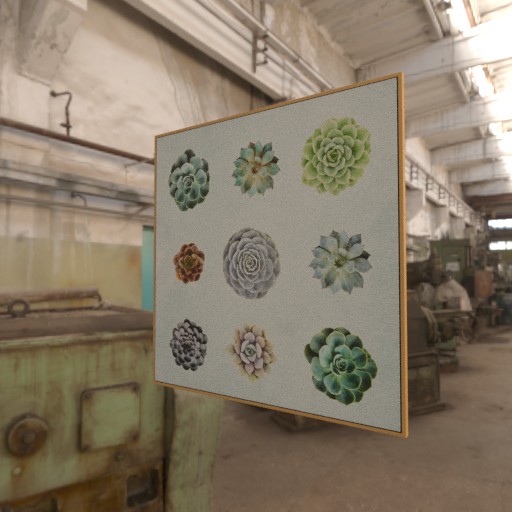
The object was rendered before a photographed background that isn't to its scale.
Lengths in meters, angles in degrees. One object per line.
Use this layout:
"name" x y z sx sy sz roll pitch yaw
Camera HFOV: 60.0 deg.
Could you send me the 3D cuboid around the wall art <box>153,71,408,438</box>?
"wall art" 0.000 0.000 0.987 0.657 0.655 0.014 -1 -2 35
